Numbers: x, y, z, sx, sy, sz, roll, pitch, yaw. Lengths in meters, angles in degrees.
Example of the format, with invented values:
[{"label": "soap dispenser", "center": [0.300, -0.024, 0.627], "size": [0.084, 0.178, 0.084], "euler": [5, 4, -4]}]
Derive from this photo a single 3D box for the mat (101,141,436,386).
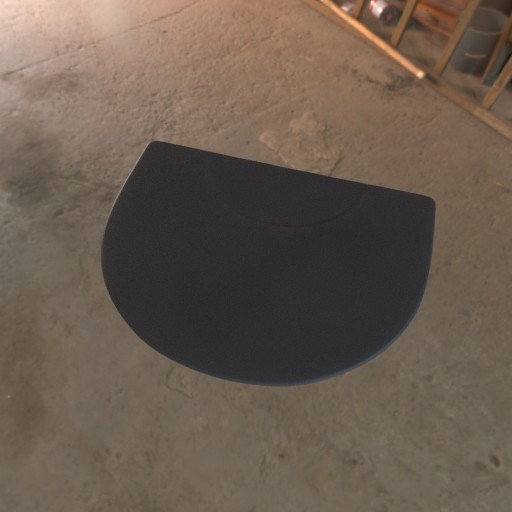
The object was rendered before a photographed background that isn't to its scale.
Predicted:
[{"label": "mat", "center": [0.000, 0.000, 1.596], "size": [1.220, 0.016, 0.917], "euler": [13, 58, 9]}]
